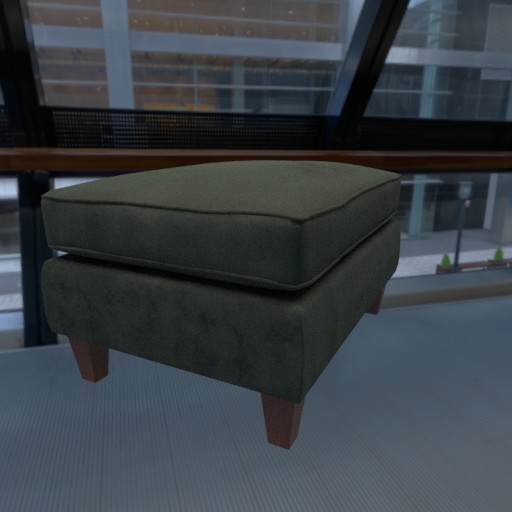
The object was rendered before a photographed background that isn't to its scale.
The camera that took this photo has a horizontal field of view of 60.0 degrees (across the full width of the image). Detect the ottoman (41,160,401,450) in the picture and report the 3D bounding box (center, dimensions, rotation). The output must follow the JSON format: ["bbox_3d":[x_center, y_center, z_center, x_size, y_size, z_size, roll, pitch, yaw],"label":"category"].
[{"bbox_3d":[0.000,0.000,1.207,0.632,0.495,0.864,8,17,26],"label":"ottoman"}]
